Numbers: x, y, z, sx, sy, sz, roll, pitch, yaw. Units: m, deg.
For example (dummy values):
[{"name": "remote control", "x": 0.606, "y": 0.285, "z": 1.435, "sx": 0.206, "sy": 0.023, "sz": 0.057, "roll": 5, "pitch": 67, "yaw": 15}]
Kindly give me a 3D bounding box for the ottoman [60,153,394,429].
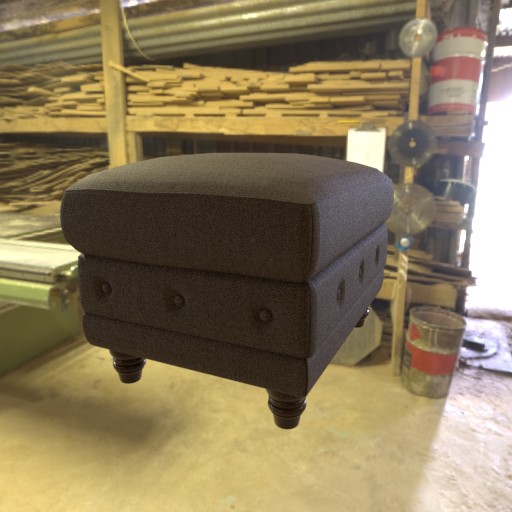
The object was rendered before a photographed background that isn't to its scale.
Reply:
[{"name": "ottoman", "x": 0.000, "y": 0.000, "z": 1.225, "sx": 0.599, "sy": 0.555, "sz": 0.809, "roll": 6, "pitch": 15, "yaw": 25}]
